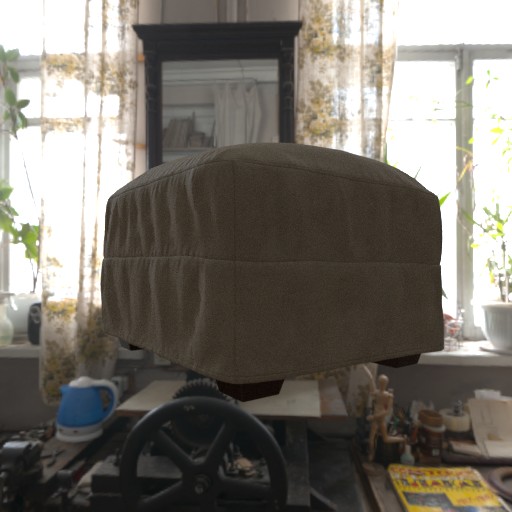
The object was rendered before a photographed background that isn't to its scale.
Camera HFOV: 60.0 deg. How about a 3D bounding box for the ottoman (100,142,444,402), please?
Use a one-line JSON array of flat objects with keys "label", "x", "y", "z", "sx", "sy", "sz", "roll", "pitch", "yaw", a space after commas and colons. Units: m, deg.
[{"label": "ottoman", "x": 0.000, "y": 0.000, "z": 1.083, "sx": 0.584, "sy": 0.480, "sz": 0.712, "roll": 1, "pitch": -1, "yaw": -36}]
